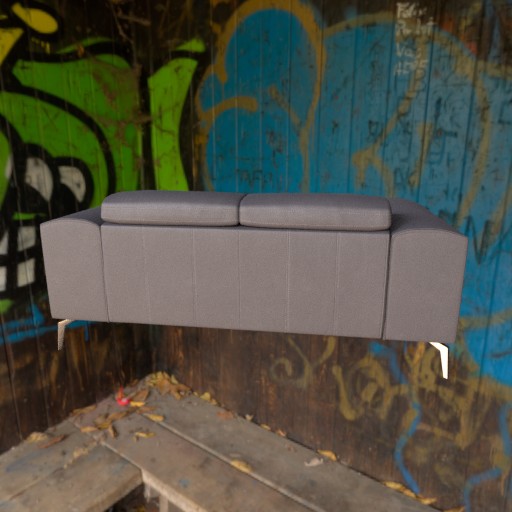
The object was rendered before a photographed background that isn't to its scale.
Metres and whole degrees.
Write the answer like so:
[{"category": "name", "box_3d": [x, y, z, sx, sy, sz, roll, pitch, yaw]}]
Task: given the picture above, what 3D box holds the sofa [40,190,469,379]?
[{"category": "sofa", "box_3d": [0.000, 0.000, 2.421, 1.895, 0.779, 1.003, 2, 15, 8]}]
